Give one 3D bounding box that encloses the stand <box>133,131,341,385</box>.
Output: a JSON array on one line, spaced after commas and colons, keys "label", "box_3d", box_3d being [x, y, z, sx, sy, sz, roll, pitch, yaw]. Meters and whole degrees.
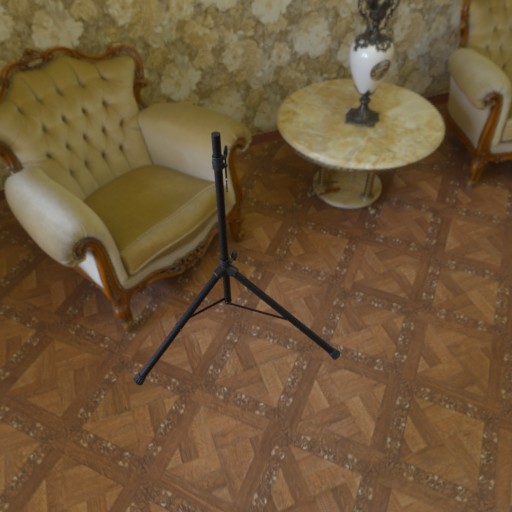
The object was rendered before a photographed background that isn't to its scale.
[{"label": "stand", "box_3d": [0.000, 0.000, 1.949, 0.907, 1.136, 1.045, 17, 48, 16]}]
